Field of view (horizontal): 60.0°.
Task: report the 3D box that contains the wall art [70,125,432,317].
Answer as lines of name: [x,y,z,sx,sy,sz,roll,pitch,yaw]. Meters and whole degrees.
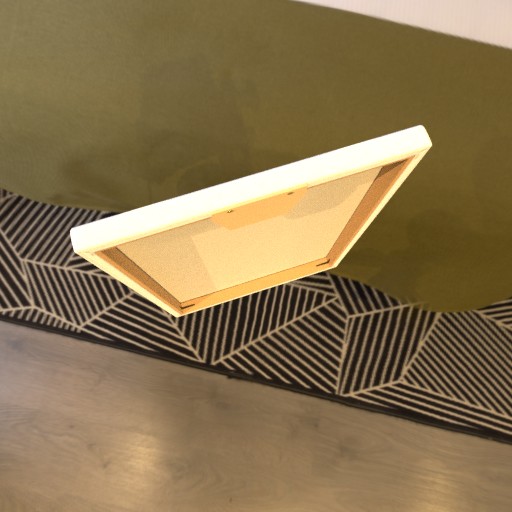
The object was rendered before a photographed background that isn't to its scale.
wall art: [0.000,0.000,1.148,0.602,0.902,0.048,-17,76,-4]
